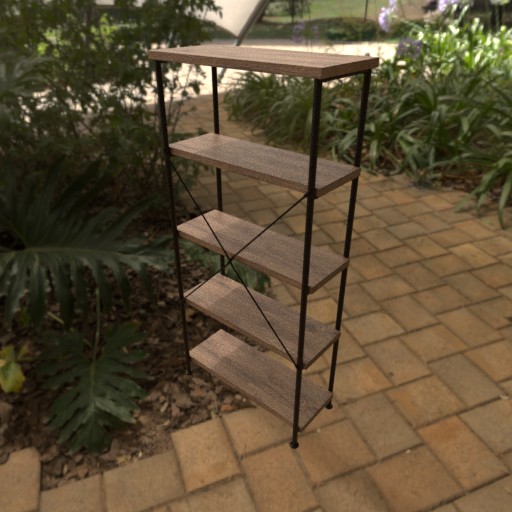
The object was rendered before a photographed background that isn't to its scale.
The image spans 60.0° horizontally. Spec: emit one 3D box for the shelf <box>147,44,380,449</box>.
[{"bbox_3d":[0.000,0.000,2.037,0.800,1.700,0.360,23,37,34],"label":"shelf"}]
